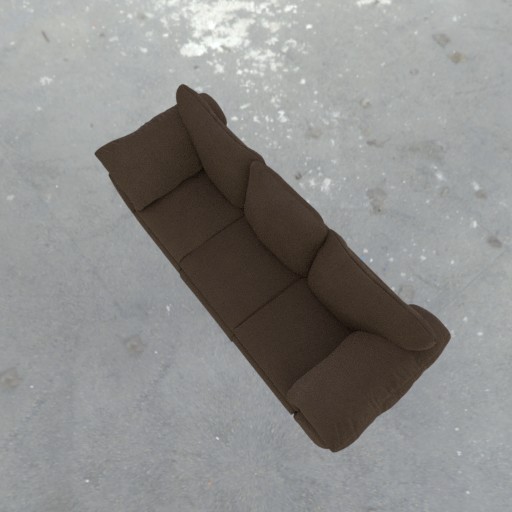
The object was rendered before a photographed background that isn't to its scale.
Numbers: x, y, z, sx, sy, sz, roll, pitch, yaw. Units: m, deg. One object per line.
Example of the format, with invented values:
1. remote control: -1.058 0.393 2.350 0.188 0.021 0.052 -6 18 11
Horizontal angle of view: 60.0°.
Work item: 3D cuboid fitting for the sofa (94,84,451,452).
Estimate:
1. sofa: 0.000 0.000 2.837 0.878 1.015 2.336 -36 69 -16
